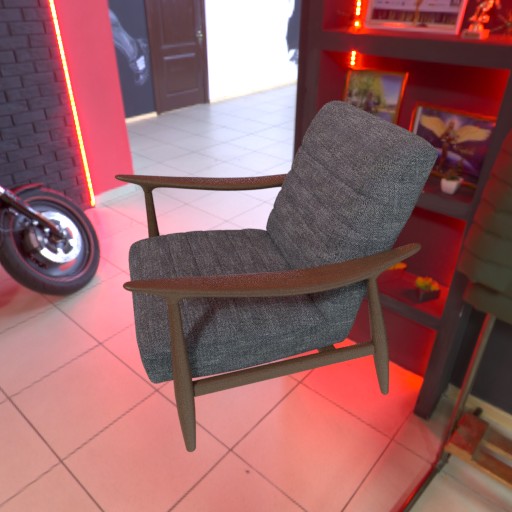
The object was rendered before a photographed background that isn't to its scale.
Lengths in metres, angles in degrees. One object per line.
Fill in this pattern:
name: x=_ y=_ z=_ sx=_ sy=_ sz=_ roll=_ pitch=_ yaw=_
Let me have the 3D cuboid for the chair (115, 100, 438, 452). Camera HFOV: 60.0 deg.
chair: x=0.000 y=0.000 z=1.419 sx=0.798 sy=0.832 sz=0.741 roll=-9 pitch=33 yaw=-14
